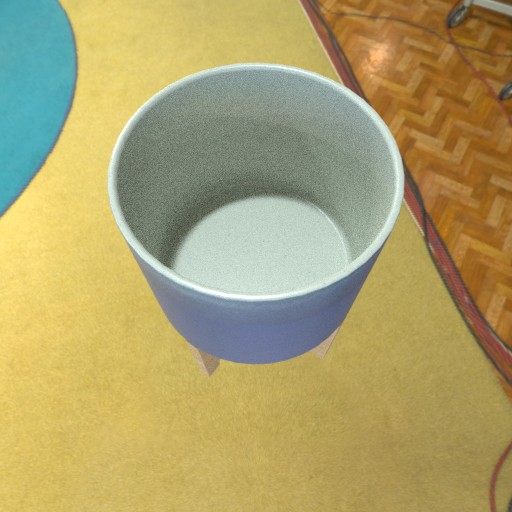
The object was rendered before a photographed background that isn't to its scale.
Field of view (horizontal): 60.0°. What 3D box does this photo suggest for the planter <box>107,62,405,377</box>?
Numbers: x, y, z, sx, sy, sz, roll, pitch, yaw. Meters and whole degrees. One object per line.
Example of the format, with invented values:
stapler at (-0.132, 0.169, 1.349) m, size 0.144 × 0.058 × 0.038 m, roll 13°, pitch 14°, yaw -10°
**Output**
planter at (0.000, 0.000, 0.405) m, size 0.192 × 0.263 × 0.192 m, roll 0°, pitch 63°, yaw 0°
